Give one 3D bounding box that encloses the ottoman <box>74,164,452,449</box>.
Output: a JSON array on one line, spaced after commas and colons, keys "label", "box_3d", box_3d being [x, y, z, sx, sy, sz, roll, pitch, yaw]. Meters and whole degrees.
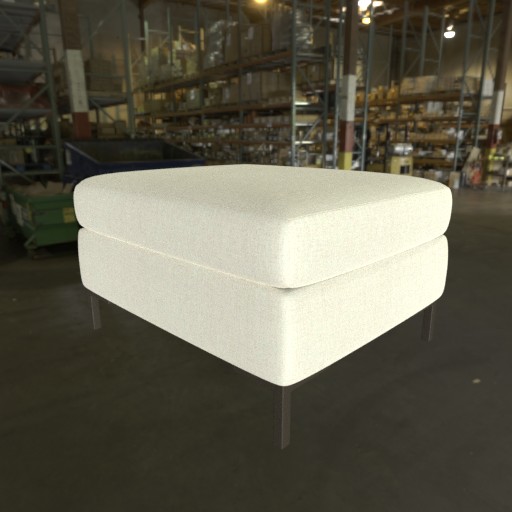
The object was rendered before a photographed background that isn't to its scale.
[{"label": "ottoman", "box_3d": [0.000, 0.000, 1.187, 0.794, 0.453, 0.657, 14, 21, 43]}]
